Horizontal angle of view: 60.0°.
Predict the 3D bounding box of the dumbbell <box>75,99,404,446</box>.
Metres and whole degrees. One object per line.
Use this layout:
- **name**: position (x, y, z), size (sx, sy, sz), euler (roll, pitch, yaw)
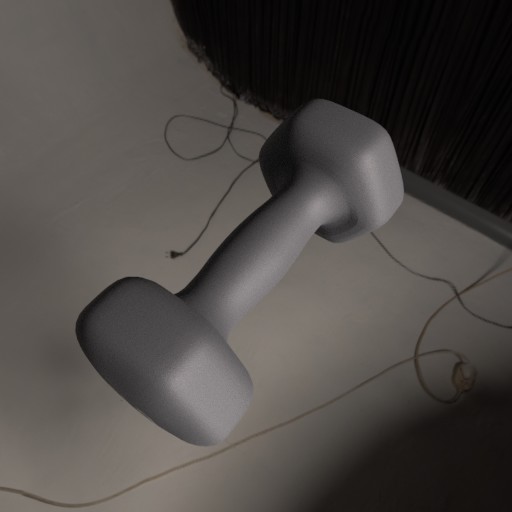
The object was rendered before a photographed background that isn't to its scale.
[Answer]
- **dumbbell**: position (0.000, 0.000, 0.298), size (0.116, 0.105, 0.240), euler (33, 63, 19)
